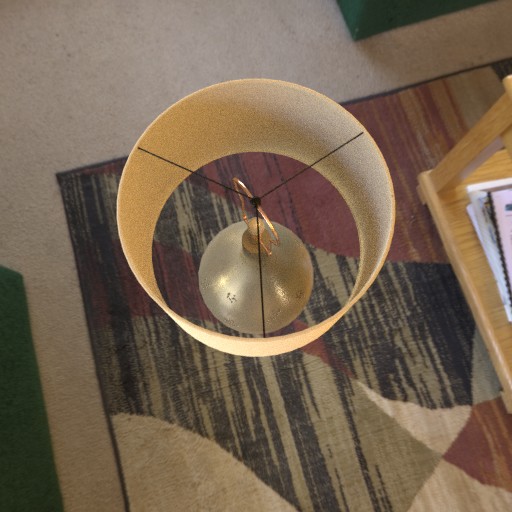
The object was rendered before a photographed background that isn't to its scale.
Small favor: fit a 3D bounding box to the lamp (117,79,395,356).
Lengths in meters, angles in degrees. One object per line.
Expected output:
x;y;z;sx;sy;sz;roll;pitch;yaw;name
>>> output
0.000;0.000;0.741;0.330;0.521;0.330;0;76;0;lamp
